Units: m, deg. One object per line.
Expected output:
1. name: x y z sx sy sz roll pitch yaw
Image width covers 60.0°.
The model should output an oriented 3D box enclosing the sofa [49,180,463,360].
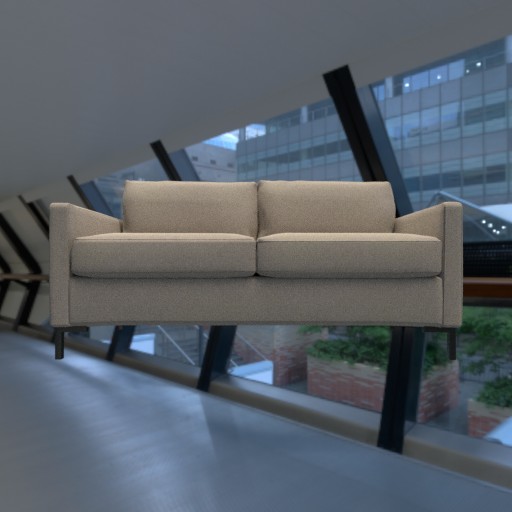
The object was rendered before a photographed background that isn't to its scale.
1. sofa: 0.000 0.000 2.167 1.682 0.840 0.875 0 -1 0
